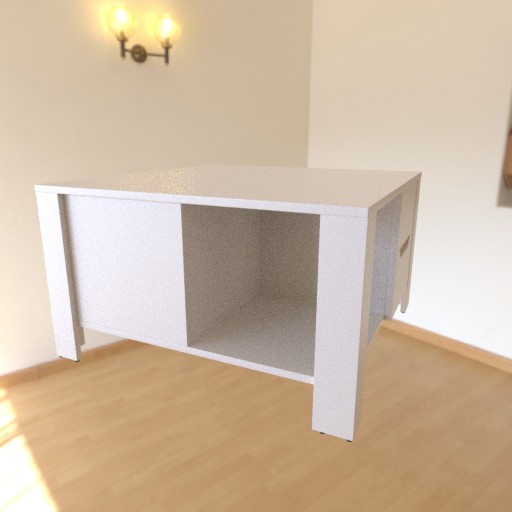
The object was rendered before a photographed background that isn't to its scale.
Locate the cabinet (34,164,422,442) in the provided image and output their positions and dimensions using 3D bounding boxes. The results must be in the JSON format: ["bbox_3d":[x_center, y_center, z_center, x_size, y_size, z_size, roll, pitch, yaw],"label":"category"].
[{"bbox_3d":[0.000,0.000,1.307,0.800,0.460,0.800,7,17,25],"label":"cabinet"}]
